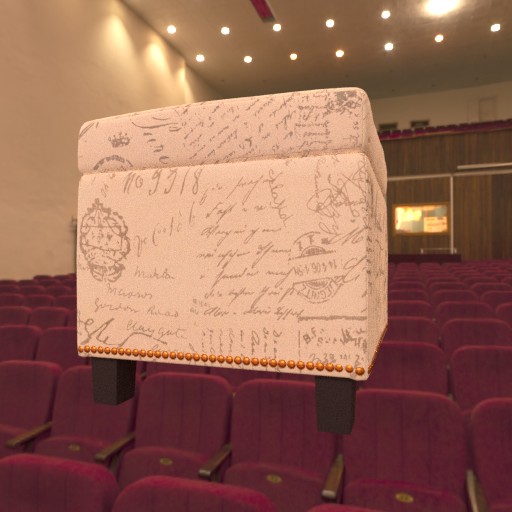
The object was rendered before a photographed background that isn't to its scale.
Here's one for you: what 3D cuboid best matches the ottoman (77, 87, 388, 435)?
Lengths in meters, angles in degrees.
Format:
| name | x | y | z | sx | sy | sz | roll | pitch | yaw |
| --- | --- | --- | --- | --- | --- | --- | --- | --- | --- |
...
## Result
| name | x | y | z | sx | sy | sz | roll | pitch | yaw |
| --- | --- | --- | --- | --- | --- | --- | --- | --- | --- |
| ottoman | 0.000 | 0.000 | 0.817 | 0.449 | 0.457 | 0.450 | 0 | -1 | 19 |
